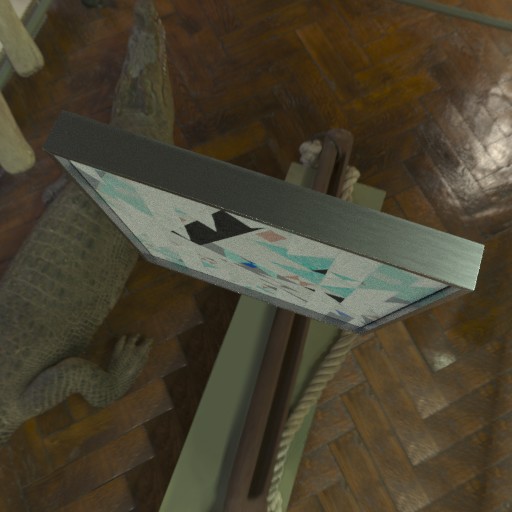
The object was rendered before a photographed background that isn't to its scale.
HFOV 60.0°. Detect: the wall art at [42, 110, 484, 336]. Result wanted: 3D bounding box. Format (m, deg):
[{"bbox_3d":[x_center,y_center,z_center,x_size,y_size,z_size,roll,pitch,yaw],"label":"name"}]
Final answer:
[{"bbox_3d":[0.000,0.000,0.511,0.350,0.350,0.038,19,75,5],"label":"wall art"}]
